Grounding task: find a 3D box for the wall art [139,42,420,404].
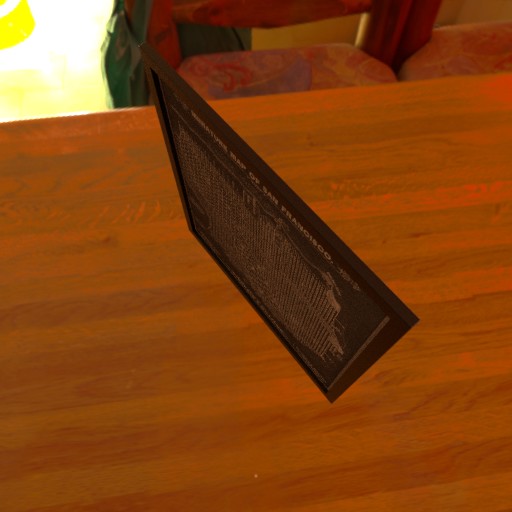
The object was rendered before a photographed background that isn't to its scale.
[{"bbox_3d":[0.000,0.000,0.675,0.012,0.458,0.457,-35,69,-16],"label":"wall art"}]
